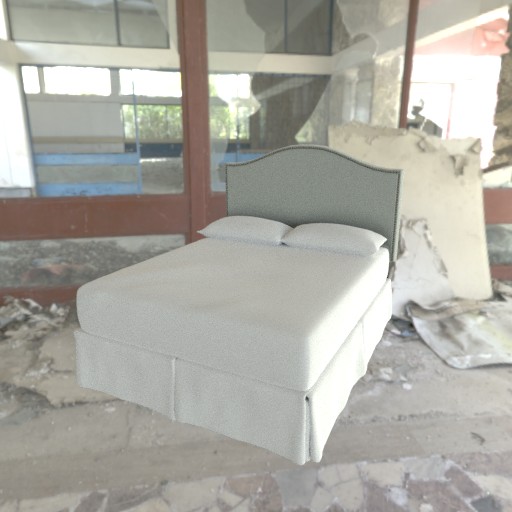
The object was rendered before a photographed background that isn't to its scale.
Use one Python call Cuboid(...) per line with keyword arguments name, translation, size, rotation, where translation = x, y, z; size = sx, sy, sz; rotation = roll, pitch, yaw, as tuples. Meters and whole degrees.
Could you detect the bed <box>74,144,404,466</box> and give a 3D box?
Cuboid(name="bed", translation=(0.000, 0.000, 3.409), size=(1.813, 1.607, 2.180), rotation=(8, 18, 26))
